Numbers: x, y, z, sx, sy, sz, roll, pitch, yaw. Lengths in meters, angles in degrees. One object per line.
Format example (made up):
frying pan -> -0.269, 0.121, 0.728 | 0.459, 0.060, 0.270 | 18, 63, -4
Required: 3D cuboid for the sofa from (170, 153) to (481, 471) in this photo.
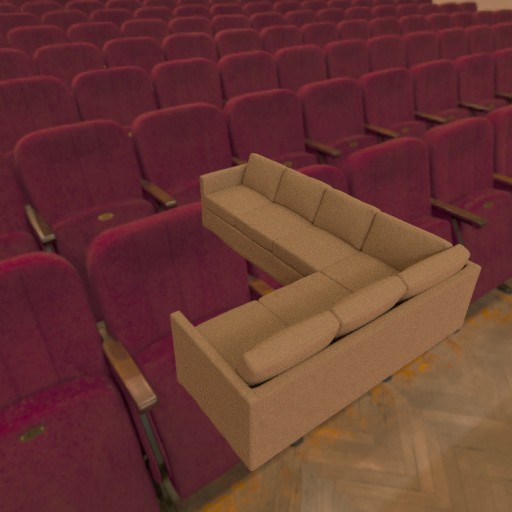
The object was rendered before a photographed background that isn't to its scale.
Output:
sofa -> 0.000, 0.000, 4.341 | 2.432, 0.871, 3.182 | -21, 38, -30
